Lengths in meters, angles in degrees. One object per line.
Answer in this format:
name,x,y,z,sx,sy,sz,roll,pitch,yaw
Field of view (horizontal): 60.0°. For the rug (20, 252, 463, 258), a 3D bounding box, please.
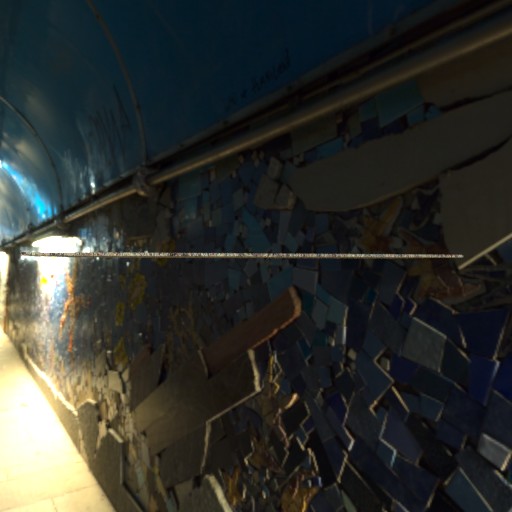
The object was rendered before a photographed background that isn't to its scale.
rug,0.000,0.000,2.525,2.292,0.015,0.688,0,-1,-18
